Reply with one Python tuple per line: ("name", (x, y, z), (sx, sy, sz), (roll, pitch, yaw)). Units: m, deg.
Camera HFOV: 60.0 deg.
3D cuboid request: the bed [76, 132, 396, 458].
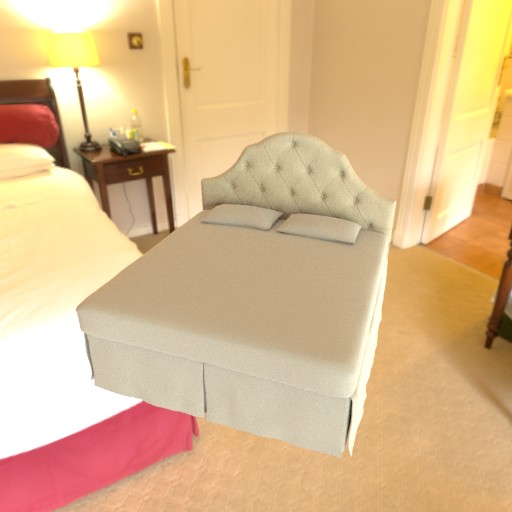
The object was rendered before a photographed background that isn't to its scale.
("bed", (0.000, 0.000, 3.521), (2.012, 1.555, 2.086), (9, 28, 18))
